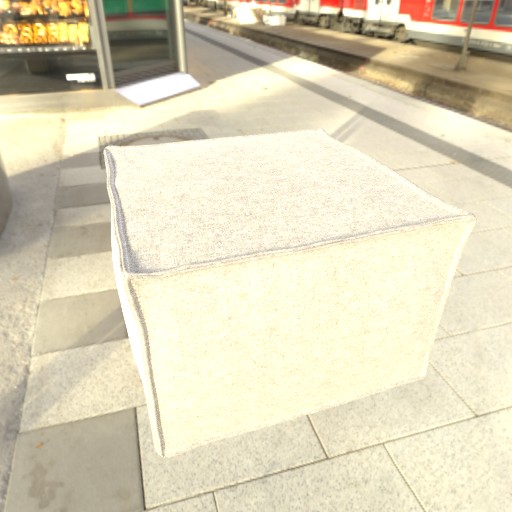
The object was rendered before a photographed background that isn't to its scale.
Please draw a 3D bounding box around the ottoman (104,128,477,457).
[{"bbox_3d":[0.000,0.000,1.141,0.696,0.470,0.707,-10,33,-16],"label":"ottoman"}]
